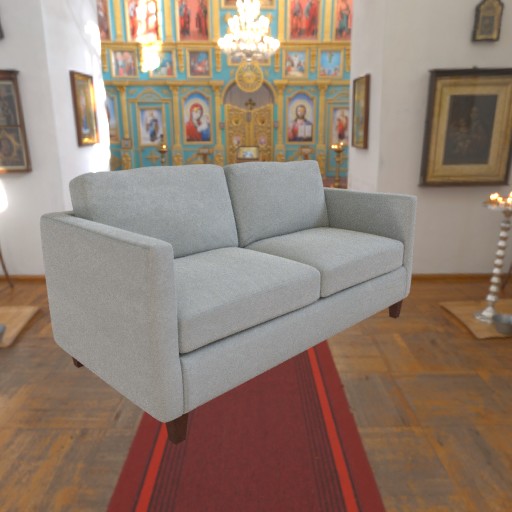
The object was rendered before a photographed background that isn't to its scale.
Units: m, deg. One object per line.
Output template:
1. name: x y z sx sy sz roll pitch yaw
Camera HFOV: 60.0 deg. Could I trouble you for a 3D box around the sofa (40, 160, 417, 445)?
1. sofa: 0.000 0.000 2.385 0.950 0.963 1.884 14 20 43
